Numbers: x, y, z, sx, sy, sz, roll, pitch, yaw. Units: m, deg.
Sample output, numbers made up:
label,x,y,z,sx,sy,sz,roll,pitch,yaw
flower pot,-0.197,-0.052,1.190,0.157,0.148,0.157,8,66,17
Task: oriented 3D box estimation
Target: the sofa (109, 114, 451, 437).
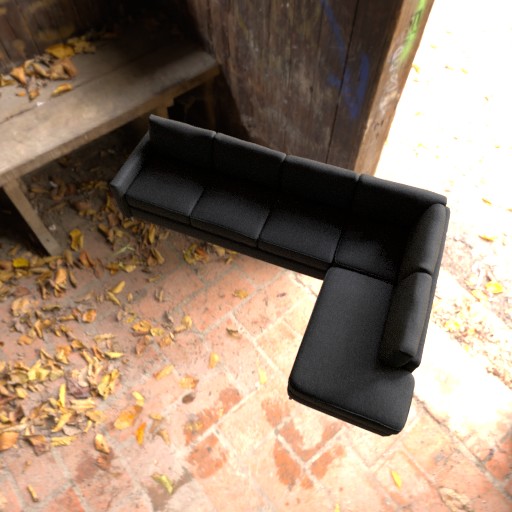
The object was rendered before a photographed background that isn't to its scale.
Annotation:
label,x,y,z,sx,sy,sz,roll,pitch,yaw
sofa,0.000,0.000,3.823,2.972,0.858,1.984,19,61,11
